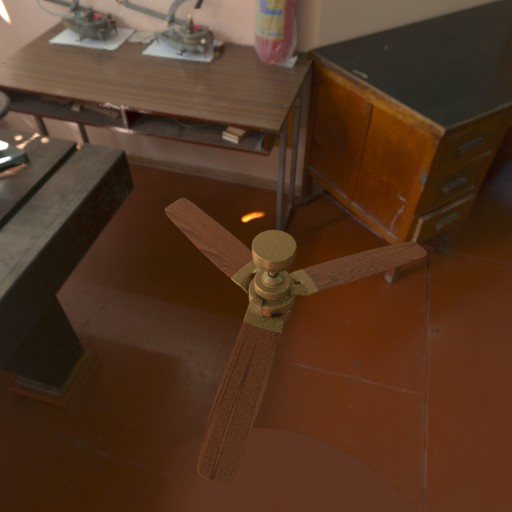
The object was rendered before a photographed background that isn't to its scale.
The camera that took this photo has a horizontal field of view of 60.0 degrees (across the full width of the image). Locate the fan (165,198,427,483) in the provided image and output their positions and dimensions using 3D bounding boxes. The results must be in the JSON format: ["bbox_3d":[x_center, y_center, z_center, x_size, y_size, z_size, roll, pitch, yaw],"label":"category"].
[{"bbox_3d":[0.000,0.000,1.966,1.416,0.425,1.271,-32,55,-26],"label":"fan"}]
